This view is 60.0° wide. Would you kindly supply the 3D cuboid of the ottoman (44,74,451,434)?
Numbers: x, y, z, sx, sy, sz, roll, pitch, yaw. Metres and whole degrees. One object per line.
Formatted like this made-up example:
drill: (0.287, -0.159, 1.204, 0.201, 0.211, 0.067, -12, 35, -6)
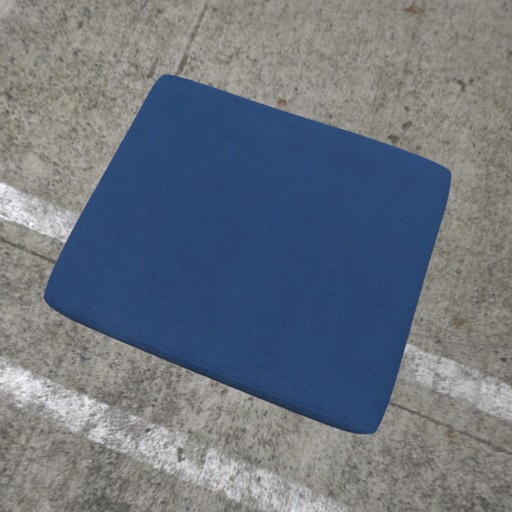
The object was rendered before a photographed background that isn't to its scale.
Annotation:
ottoman: (0.000, 0.000, 1.161, 0.794, 0.485, 0.655, 20, 74, 6)
